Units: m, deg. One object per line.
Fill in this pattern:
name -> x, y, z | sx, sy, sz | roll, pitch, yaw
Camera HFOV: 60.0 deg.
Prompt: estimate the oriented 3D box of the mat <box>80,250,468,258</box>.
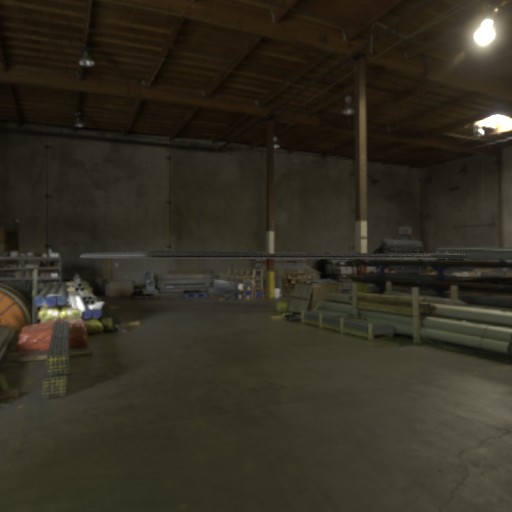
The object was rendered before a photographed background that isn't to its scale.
mat -> 0.000, 0.000, 1.548 | 1.220, 0.016, 0.917 | 0, 0, -38
